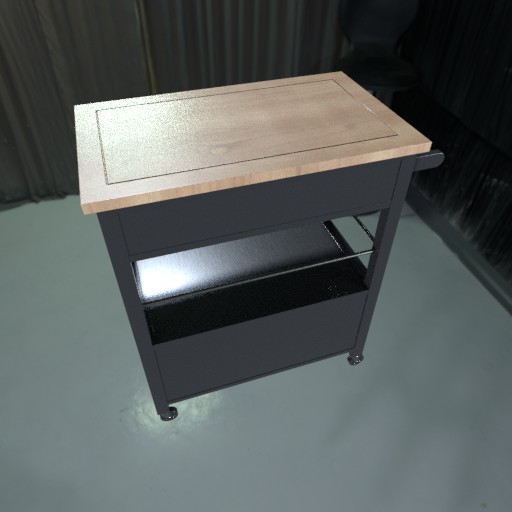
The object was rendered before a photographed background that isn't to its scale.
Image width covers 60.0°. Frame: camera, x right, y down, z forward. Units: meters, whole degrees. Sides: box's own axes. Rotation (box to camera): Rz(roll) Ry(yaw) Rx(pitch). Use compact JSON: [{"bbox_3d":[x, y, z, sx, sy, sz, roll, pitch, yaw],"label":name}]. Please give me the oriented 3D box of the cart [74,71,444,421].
[{"bbox_3d":[0.000,0.000,1.387,0.840,0.901,0.459,-13,44,-13],"label":"cart"}]
